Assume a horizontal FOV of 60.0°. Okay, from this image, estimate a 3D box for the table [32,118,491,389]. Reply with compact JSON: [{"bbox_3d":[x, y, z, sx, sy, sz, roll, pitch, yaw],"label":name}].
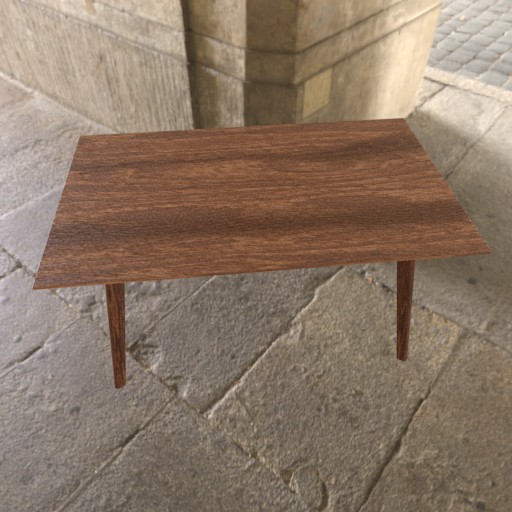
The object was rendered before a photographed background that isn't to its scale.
[{"bbox_3d":[0.000,0.000,1.829,1.349,0.724,0.801,-4,46,-4],"label":"table"}]
